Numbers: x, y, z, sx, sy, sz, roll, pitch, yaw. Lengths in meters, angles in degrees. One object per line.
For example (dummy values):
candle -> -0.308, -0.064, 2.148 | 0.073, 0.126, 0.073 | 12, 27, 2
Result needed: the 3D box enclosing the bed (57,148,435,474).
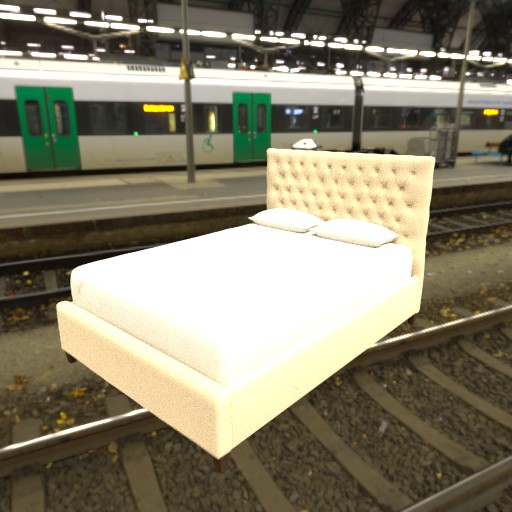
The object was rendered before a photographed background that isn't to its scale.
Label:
bed -> 0.000, 0.000, 3.353 | 1.698, 1.427, 2.387 | 15, 22, 40
